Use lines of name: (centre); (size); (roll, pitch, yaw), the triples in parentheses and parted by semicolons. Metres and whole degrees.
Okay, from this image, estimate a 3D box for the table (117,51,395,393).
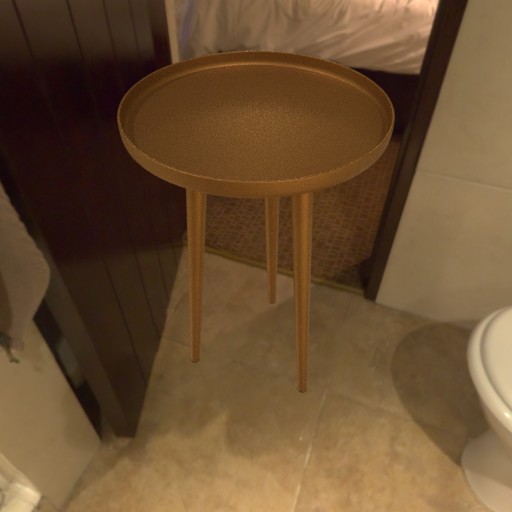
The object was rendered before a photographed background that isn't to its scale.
table: (0.000, 0.000, 0.658); (0.299, 0.480, 0.299); (-12, 46, -11)
